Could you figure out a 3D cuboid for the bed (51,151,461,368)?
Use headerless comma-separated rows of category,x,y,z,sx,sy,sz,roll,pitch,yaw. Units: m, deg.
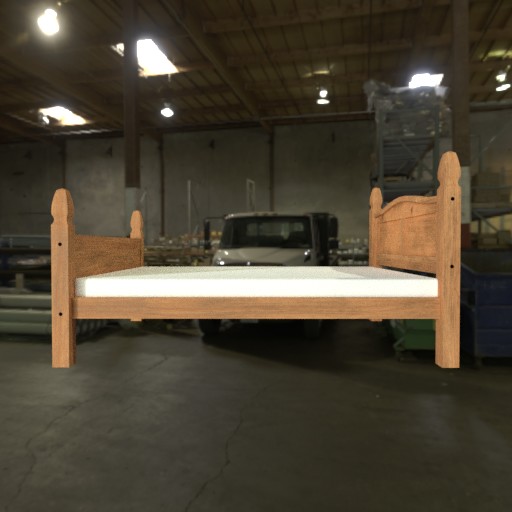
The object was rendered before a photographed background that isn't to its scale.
bed,0.000,0.000,2.979,2.069,1.100,1.490,0,1,0
